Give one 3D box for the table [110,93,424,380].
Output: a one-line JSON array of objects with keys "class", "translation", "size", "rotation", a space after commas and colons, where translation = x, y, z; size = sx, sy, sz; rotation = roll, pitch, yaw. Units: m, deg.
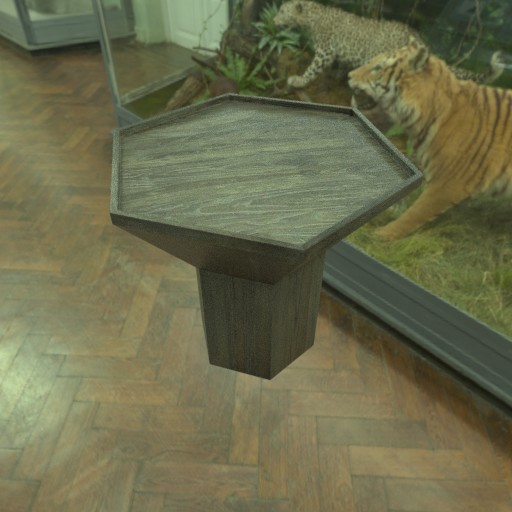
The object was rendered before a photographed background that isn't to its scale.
[{"class": "table", "translation": [0.000, 0.000, 1.128], "size": [0.683, 0.586, 0.592], "rotation": [11, 42, 13]}]
